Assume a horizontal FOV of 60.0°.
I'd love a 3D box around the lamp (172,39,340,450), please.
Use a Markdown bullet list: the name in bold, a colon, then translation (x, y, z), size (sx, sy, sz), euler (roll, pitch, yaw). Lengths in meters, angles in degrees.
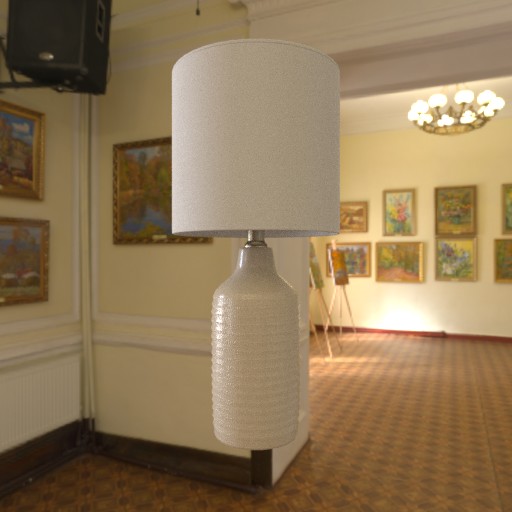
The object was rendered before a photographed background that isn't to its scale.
- **lamp**: translation (0.000, 0.000, 0.594), size (0.220, 0.475, 0.220), euler (0, 0, 37)
